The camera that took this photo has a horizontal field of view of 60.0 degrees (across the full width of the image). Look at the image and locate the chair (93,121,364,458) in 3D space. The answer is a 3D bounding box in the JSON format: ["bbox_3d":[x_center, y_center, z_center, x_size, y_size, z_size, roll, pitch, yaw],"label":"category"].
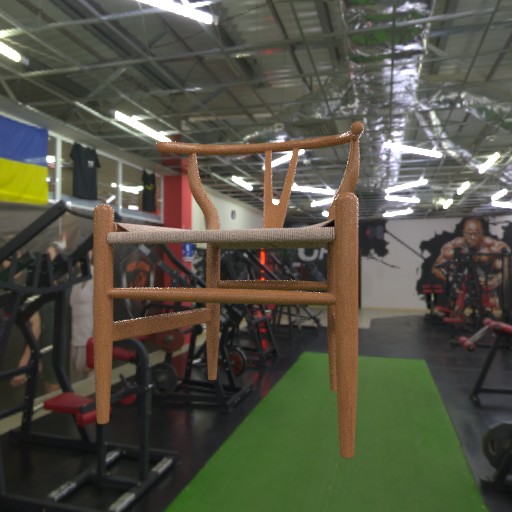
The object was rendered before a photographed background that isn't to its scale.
[{"bbox_3d":[0.000,0.000,1.143,0.569,0.730,0.579,0,-1,18],"label":"chair"}]
